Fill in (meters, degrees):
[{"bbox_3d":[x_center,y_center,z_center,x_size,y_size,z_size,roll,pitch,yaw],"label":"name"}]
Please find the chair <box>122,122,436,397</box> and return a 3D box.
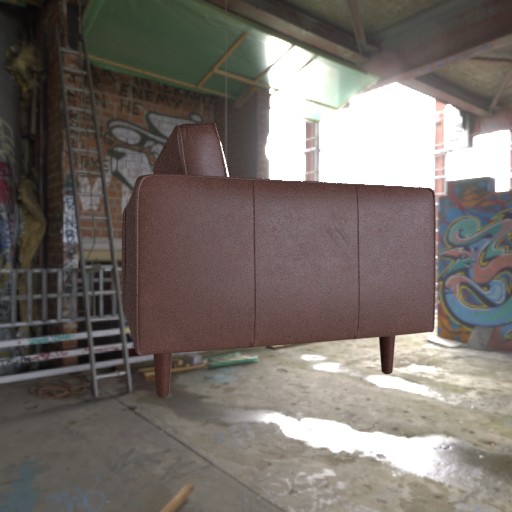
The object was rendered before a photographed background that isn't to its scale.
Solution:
[{"bbox_3d":[0.000,0.000,1.593,0.900,0.770,0.920,0,0,-19],"label":"chair"}]
